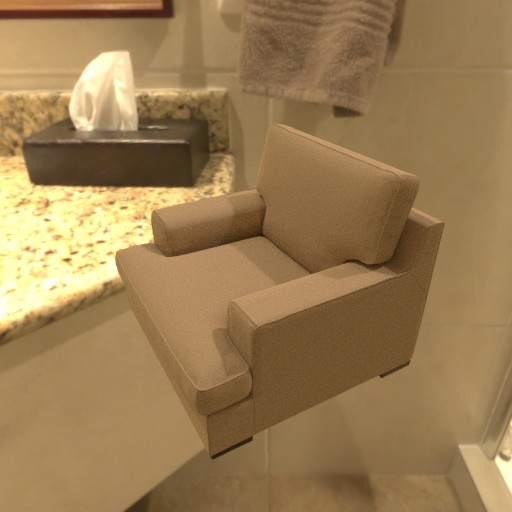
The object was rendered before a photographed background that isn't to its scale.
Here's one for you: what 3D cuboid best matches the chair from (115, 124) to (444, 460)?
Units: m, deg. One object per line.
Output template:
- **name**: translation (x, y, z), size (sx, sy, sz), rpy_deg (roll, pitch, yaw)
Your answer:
- **chair**: translation (0.000, 0.000, 2.157), size (1.274, 1.005, 1.293), rpy_deg (-21, 36, -31)
